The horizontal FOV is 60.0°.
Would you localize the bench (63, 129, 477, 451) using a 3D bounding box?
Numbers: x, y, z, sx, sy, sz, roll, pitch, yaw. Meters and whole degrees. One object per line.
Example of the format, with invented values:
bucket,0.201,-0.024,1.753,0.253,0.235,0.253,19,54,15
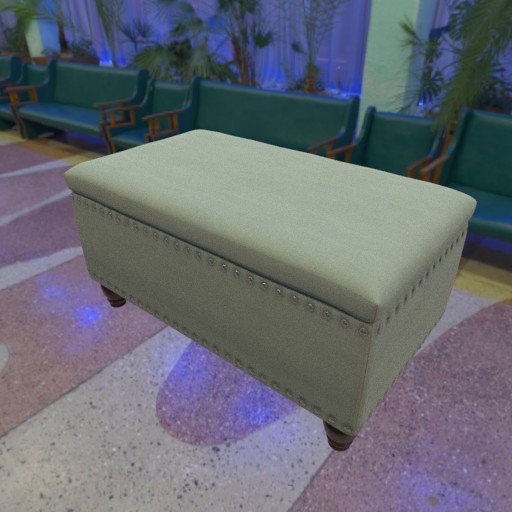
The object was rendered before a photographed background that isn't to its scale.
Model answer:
bench,0.000,0.000,1.169,0.887,0.449,0.500,23,38,33
